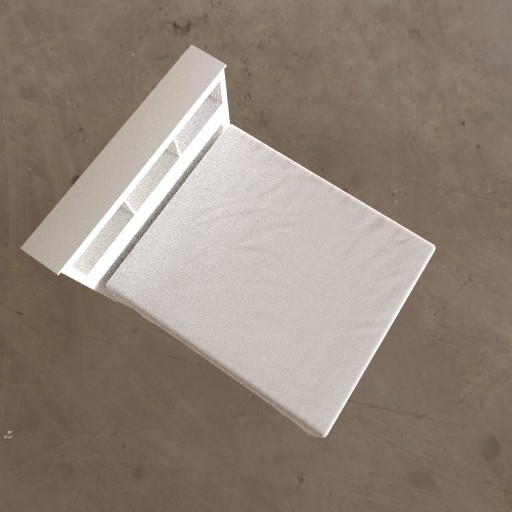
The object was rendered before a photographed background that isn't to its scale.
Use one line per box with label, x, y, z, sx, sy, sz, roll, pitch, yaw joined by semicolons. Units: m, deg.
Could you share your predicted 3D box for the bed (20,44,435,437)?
bed;0.000;0.000;3.090;2.133;1.092;1.671;33;77;8
